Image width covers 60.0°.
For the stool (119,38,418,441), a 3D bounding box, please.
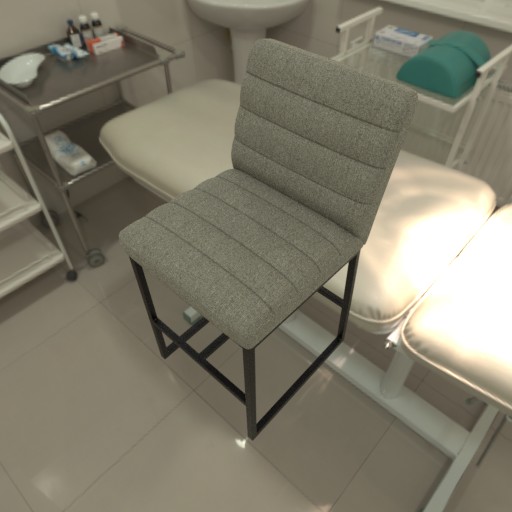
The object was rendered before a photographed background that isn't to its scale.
[{"bbox_3d":[0.000,0.000,1.243,0.460,0.940,0.560,34,55,27],"label":"stool"}]
